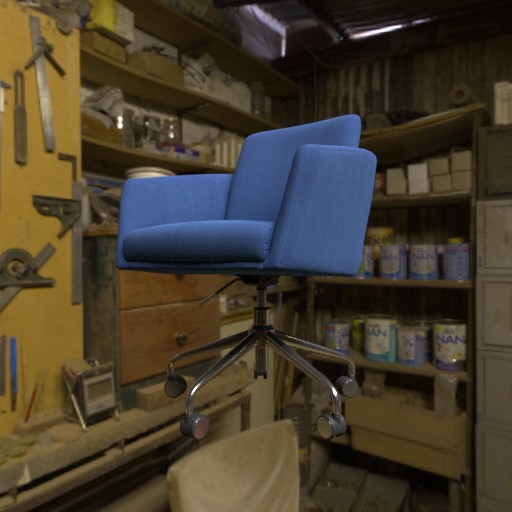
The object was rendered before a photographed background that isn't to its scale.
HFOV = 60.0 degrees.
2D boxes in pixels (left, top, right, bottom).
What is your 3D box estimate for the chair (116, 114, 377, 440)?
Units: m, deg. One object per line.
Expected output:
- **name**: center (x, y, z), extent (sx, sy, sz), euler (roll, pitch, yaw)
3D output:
- **chair**: center (0.000, 0.000, 1.321), extent (0.641, 0.908, 0.635), euler (0, 0, 36)
